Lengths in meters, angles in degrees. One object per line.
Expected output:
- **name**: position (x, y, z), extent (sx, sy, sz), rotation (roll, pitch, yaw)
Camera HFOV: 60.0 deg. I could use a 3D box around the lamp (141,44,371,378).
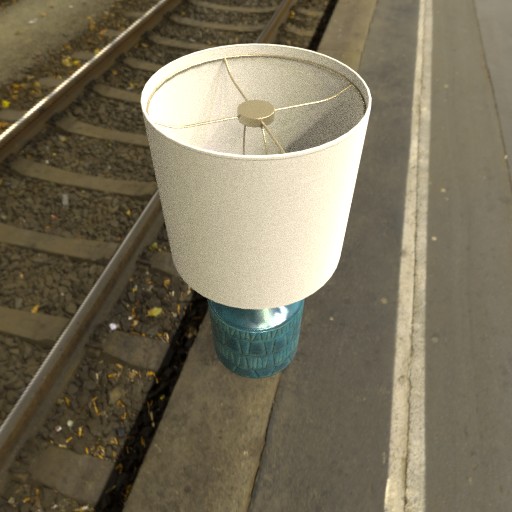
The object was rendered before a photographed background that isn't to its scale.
- **lamp**: position (0.000, 0.000, 0.579), extent (0.211, 0.455, 0.211), rotation (-4, 48, -4)
